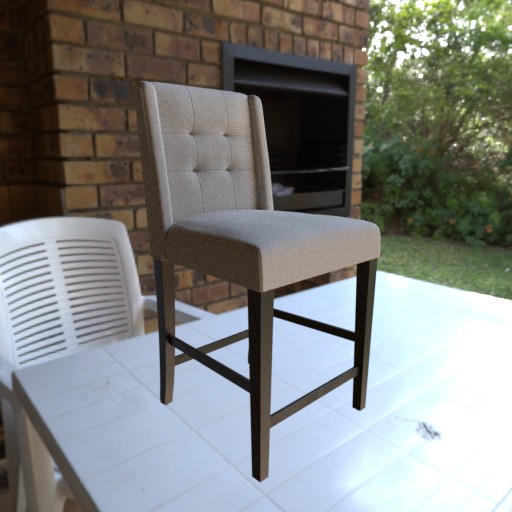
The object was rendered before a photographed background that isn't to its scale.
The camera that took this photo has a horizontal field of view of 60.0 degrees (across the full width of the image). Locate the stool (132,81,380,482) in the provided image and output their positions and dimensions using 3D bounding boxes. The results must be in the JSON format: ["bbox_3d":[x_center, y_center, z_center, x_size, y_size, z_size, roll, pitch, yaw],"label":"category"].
[{"bbox_3d":[0.000,0.000,1.245,0.474,0.939,0.509,-12,18,-43],"label":"stool"}]
